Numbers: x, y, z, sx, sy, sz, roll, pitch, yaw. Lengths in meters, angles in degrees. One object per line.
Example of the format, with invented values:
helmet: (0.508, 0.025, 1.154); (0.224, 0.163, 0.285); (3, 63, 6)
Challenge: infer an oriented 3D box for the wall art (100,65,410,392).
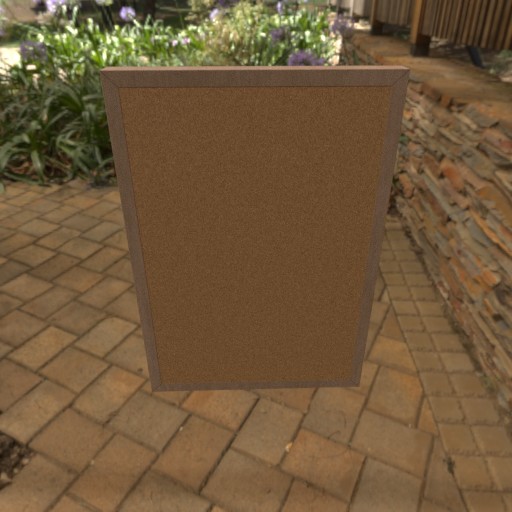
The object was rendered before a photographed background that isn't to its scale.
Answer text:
wall art: (0.000, 0.000, 0.646); (0.356, 0.509, 0.031); (-1, 30, -2)
